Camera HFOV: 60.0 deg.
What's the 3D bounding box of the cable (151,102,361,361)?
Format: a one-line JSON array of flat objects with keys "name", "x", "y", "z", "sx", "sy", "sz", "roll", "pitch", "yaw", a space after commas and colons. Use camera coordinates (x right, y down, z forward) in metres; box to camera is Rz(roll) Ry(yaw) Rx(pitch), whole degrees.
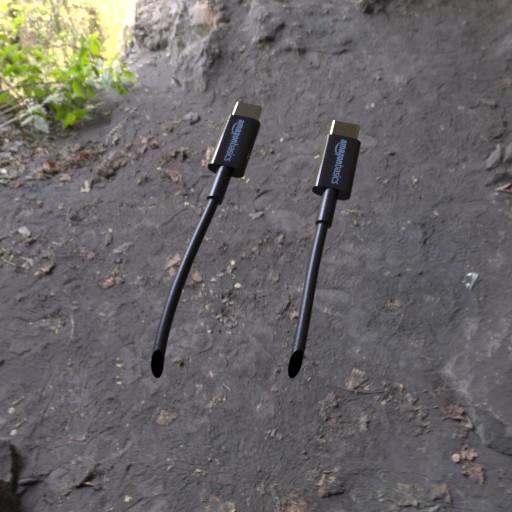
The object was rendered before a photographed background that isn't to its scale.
[{"name": "cable", "x": 0.000, "y": 0.000, "z": 0.112, "sx": 0.041, "sy": 0.005, "sz": 0.098, "roll": 13, "pitch": 64, "yaw": 7}]
